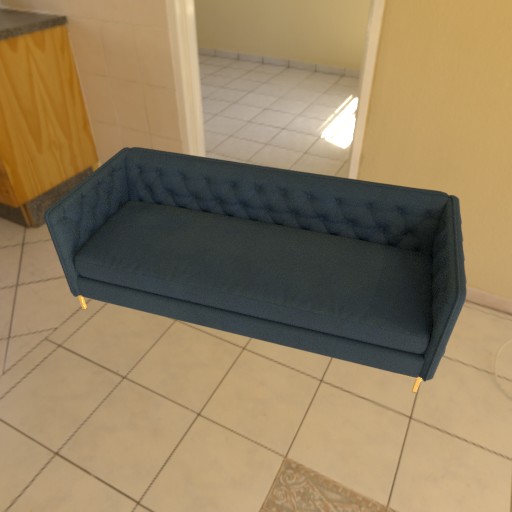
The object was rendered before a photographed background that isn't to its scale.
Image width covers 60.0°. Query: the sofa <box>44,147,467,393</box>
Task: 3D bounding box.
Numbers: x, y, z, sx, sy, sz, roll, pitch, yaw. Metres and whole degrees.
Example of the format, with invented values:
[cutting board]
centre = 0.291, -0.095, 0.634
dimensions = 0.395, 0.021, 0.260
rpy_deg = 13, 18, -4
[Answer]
[sofa]
centre = 0.000, 0.000, 2.693
dimensions = 2.209, 0.771, 0.895
rpy_deg = 11, 40, 13
